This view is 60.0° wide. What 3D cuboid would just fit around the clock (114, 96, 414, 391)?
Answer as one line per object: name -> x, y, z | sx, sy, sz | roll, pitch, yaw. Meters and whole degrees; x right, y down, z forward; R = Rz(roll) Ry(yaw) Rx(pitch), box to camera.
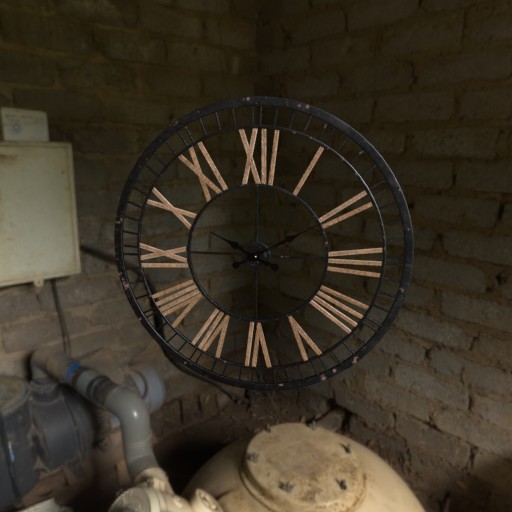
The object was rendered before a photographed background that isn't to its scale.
clock -> 0.000, 0.000, 1.237 | 0.843, 0.843, 0.025 | 2, 15, 9
